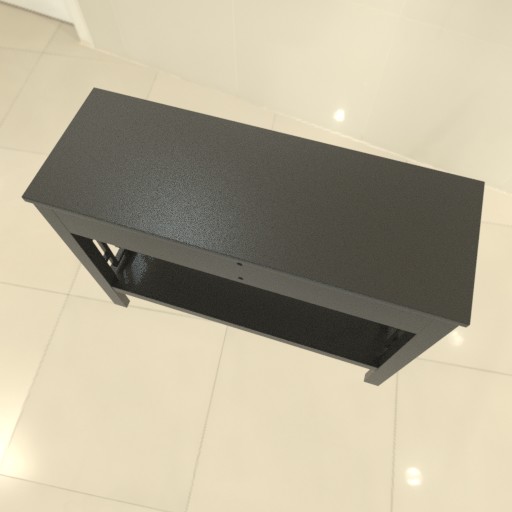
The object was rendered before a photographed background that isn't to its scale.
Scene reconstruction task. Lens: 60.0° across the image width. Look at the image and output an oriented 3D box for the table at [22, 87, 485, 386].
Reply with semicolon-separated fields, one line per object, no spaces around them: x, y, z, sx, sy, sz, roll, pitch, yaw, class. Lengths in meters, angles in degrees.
0.000;0.000;1.422;1.068;0.753;0.397;16;65;8;table
